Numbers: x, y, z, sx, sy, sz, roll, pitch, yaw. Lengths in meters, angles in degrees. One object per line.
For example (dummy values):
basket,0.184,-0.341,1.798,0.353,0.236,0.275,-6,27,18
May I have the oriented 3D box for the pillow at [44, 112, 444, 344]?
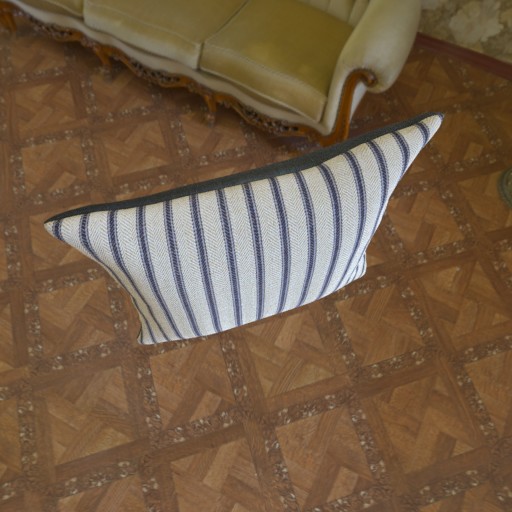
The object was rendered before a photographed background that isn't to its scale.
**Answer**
pillow,0.000,0.000,0.679,0.468,0.444,0.138,-17,65,-8
